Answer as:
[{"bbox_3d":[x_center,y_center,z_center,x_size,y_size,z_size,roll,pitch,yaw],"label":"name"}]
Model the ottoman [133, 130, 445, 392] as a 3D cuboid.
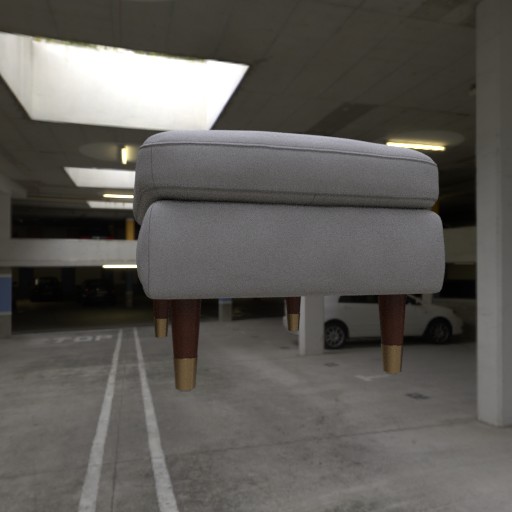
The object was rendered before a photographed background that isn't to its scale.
[{"bbox_3d":[0.000,0.000,1.111,0.593,0.478,0.747,0,-1,-16],"label":"ottoman"}]
